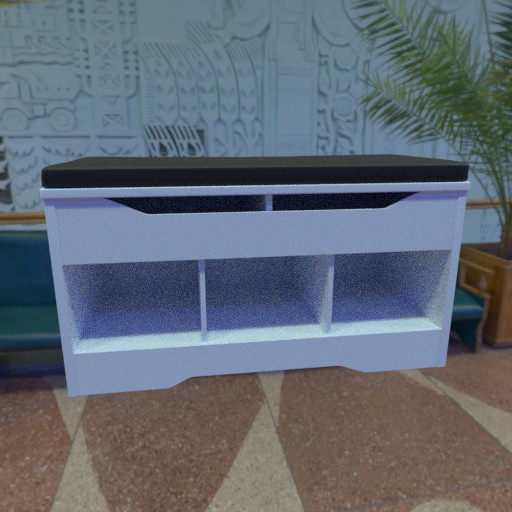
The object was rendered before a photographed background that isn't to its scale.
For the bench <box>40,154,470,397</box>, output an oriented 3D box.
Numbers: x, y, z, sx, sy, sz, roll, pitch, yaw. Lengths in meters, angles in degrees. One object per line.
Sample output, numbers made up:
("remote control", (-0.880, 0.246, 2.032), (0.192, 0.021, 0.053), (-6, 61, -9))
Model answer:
("bench", (0.000, 0.000, 1.156), (0.899, 0.500, 0.401), (-2, 16, -8))
